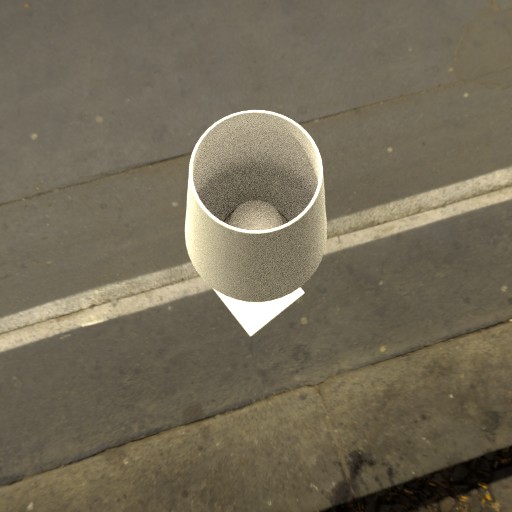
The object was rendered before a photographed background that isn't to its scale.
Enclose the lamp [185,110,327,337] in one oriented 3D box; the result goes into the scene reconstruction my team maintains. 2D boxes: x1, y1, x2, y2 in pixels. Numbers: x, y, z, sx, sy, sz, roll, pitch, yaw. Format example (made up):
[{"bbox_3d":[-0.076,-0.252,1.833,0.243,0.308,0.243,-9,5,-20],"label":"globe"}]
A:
[{"bbox_3d":[0.000,0.000,0.695,0.181,0.639,0.181,-38,79,-8],"label":"lamp"}]
